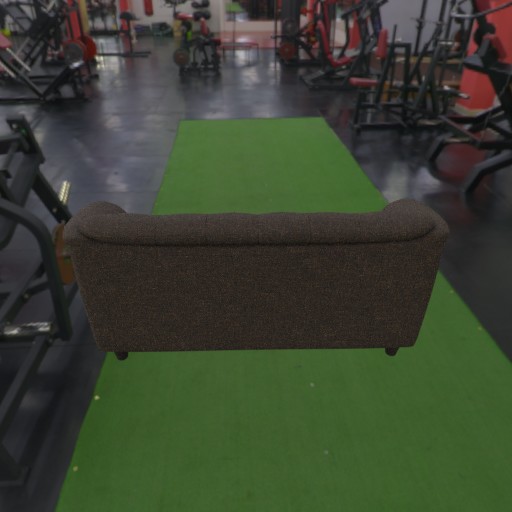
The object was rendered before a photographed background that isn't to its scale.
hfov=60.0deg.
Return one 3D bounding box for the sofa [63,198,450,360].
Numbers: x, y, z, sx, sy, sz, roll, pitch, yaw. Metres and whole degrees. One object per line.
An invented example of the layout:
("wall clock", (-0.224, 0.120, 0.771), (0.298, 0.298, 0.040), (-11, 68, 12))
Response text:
("sofa", (0.000, 0.000, 2.332), (1.849, 0.790, 0.887), (-1, 31, -1))
